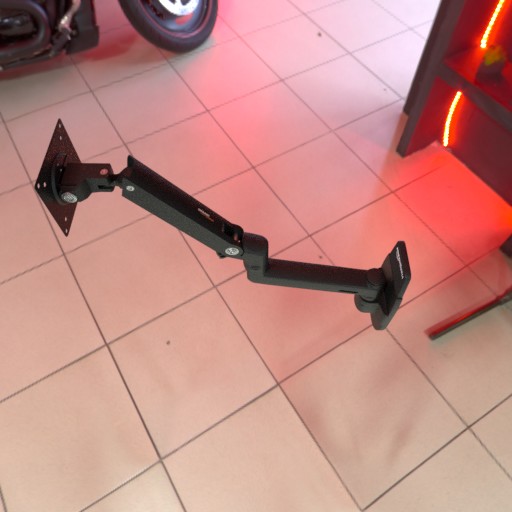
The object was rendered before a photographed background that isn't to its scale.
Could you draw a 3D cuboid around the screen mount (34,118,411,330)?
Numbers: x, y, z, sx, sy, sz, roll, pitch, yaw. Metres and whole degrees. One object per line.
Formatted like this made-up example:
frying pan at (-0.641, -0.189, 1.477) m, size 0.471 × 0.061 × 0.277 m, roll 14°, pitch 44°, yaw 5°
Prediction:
screen mount at (0.000, 0.000, 0.721) m, size 0.495 × 0.466 × 0.115 m, roll 1°, pitch 58°, yaw 0°
